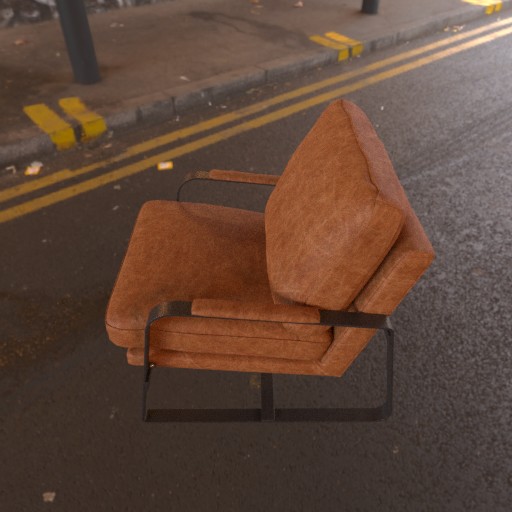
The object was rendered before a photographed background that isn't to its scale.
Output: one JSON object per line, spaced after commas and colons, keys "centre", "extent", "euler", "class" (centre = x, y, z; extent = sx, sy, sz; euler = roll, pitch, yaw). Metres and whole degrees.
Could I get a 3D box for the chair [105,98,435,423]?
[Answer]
{"centre": [0.000, 0.000, 1.333], "extent": [0.801, 0.777, 0.651], "euler": [0, 41, 0], "class": "chair"}
